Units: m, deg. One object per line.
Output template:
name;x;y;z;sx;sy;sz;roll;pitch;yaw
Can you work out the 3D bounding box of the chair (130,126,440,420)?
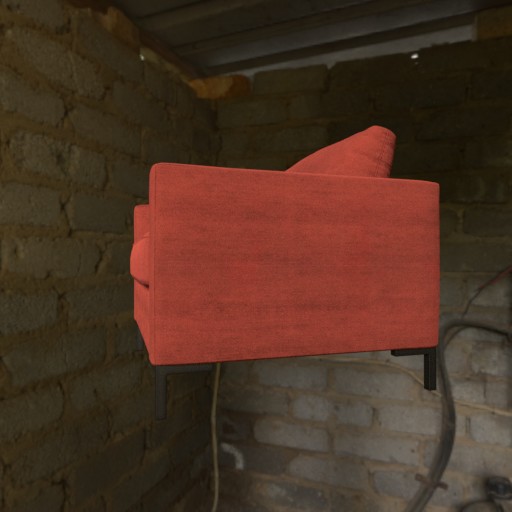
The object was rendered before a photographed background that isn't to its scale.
chair;0.000;0.000;1.632;0.875;0.812;0.964;0;-1;-18
